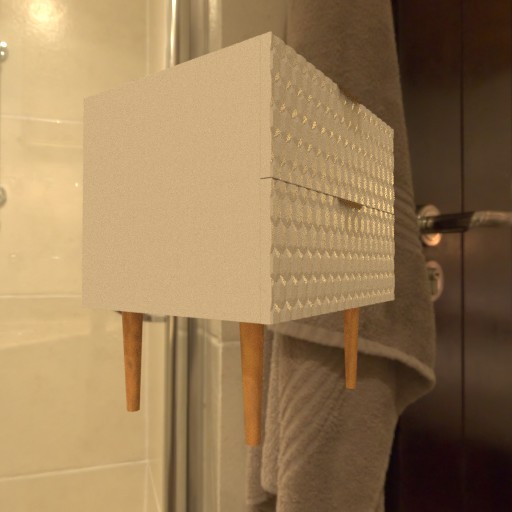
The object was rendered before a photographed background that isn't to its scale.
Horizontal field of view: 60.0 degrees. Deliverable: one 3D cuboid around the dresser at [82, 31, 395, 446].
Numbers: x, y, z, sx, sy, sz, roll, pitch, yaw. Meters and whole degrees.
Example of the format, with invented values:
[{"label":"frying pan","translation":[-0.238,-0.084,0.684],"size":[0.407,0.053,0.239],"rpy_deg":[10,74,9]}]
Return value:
[{"label":"dresser","translation":[0.000,0.000,0.886],"size":[0.414,0.568,0.503],"rpy_deg":[-1,-2,35]}]
